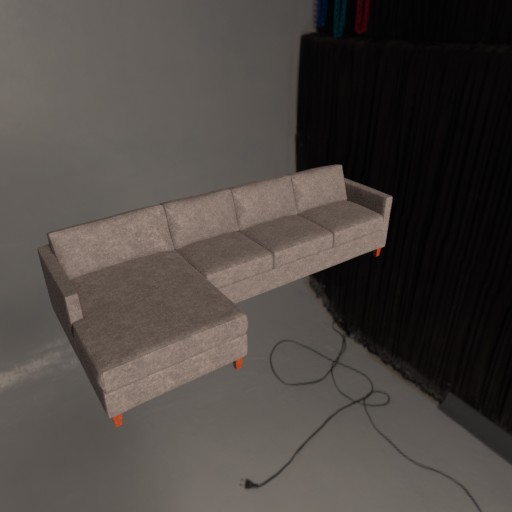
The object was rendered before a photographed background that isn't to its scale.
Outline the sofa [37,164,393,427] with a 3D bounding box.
[{"bbox_3d":[0.000,0.000,4.184,3.471,0.954,1.606,-18,34,-30],"label":"sofa"}]
